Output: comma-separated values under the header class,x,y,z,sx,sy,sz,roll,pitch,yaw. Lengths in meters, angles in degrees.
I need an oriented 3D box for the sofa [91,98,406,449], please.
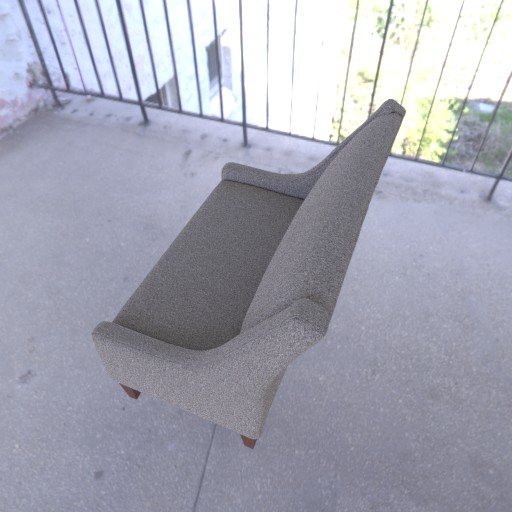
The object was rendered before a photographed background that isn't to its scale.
class,x,y,z,sx,sy,sz,roll,pitch,yaw
sofa,0.000,0.000,1.915,0.862,1.026,1.242,17,49,15
